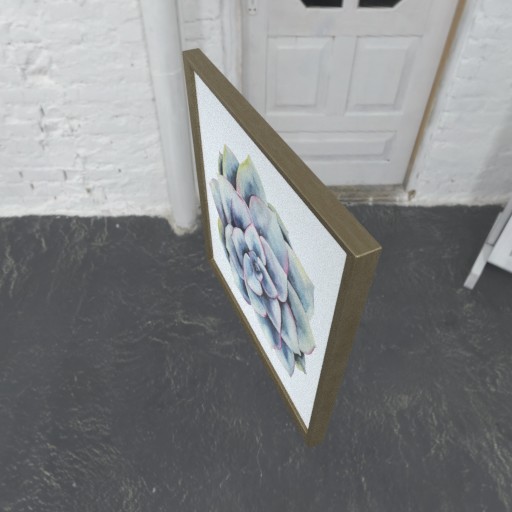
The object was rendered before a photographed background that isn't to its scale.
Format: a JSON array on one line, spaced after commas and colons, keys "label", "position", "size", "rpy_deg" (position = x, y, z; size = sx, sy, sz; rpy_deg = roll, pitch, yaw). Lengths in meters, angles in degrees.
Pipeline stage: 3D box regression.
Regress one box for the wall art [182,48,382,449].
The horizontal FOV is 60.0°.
[{"label": "wall art", "position": [0.000, 0.000, 0.759], "size": [0.030, 0.506, 0.503], "rpy_deg": [-19, 50, -17]}]
